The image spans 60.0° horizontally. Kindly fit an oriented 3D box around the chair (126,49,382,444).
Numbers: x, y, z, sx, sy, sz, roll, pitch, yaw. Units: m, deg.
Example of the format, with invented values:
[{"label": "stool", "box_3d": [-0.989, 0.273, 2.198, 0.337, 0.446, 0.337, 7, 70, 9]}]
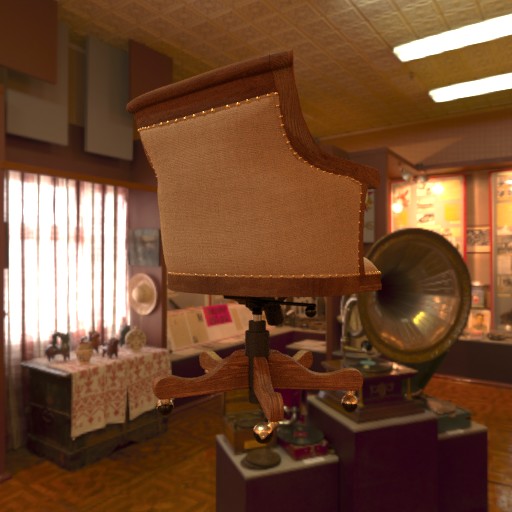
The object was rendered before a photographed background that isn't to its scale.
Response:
[{"label": "chair", "box_3d": [0.000, 0.000, 1.420, 0.656, 0.965, 0.689, 0, 0, 37]}]
